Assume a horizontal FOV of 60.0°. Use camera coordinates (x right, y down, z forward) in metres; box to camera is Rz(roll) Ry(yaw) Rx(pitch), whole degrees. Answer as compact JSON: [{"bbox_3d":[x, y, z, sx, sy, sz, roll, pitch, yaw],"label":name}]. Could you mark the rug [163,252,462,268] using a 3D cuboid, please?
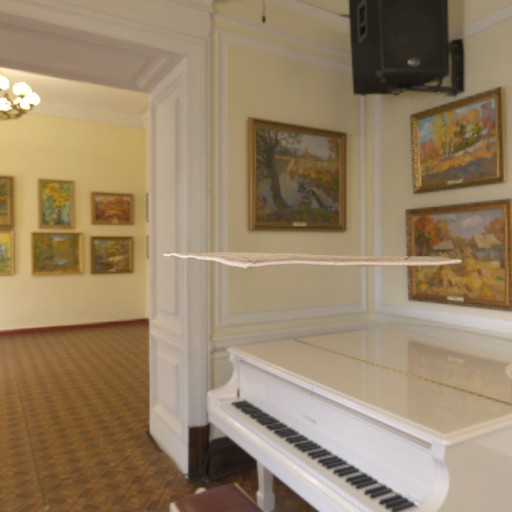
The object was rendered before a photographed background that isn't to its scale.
[{"bbox_3d":[0.000,0.000,2.636,0.831,0.036,2.381,0,1,-18],"label":"rug"}]
